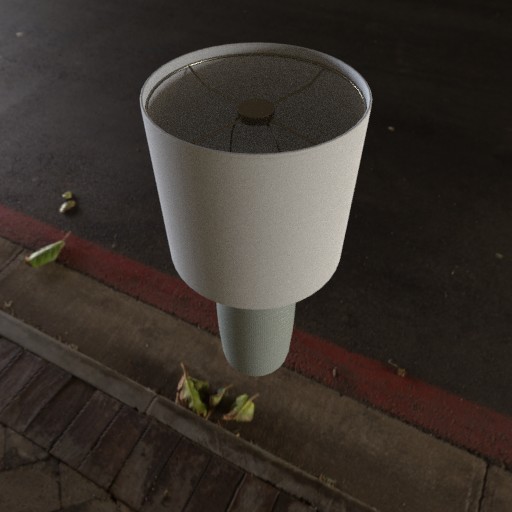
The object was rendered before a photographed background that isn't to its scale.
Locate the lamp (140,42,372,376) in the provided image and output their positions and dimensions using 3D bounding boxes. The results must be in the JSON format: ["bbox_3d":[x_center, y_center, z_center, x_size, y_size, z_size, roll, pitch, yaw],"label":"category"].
[{"bbox_3d":[0.000,0.000,0.601,0.220,0.475,0.220,-23,51,-20],"label":"lamp"}]
